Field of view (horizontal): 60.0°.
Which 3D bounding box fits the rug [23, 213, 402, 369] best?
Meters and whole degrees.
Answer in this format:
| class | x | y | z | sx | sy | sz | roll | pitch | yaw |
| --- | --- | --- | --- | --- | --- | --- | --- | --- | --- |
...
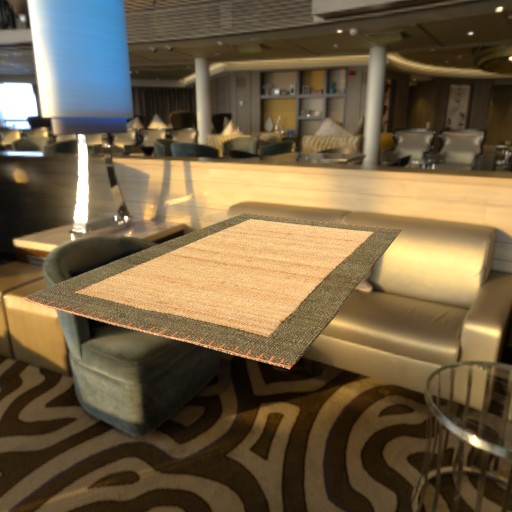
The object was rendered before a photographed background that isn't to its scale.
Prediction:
| class | x | y | z | sx | sy | sz | roll | pitch | yaw |
| --- | --- | --- | --- | --- | --- | --- | --- | --- | --- |
| rug | 0.000 | 0.000 | 2.966 | 1.521 | 0.006 | 2.435 | 8 | 19 | 26 |
